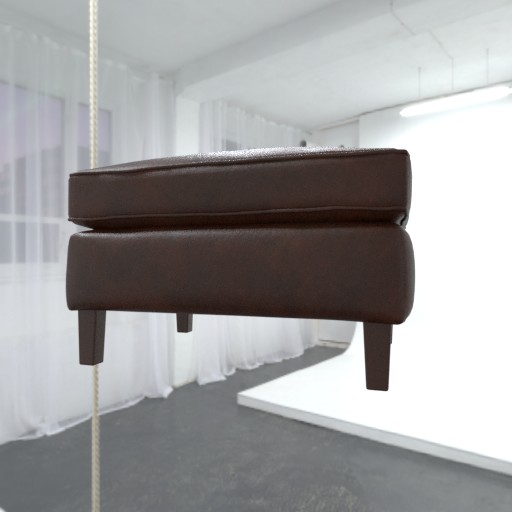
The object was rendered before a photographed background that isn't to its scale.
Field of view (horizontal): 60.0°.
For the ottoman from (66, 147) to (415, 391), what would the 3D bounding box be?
[{"bbox_3d":[0.000,0.000,0.995,0.665,0.432,0.501,0,0,18],"label":"ottoman"}]
